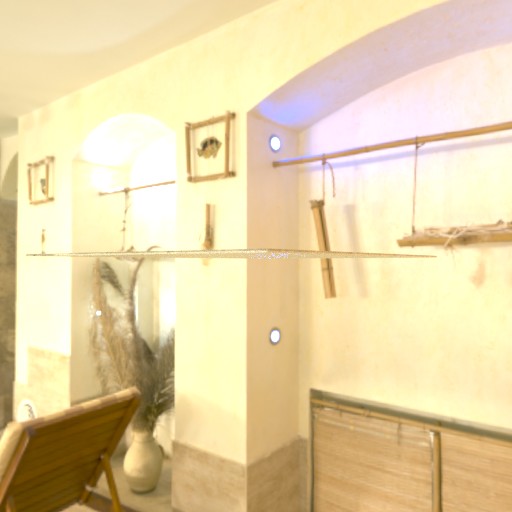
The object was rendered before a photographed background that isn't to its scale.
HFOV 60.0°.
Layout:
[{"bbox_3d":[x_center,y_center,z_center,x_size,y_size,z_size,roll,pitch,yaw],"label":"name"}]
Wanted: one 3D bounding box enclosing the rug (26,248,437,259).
[{"bbox_3d":[0.000,0.000,4.106,2.420,0.019,3.038,-1,-1,37],"label":"rug"}]
